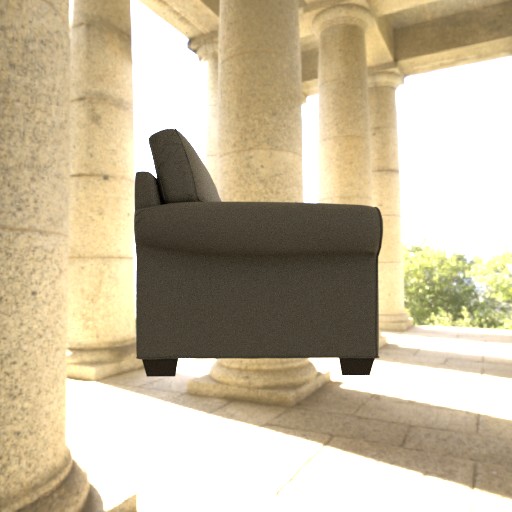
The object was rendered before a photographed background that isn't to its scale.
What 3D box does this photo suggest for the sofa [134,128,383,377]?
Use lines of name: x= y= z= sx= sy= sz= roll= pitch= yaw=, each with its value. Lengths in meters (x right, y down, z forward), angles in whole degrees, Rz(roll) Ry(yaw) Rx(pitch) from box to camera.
sofa: x=0.000 y=0.000 z=2.507 sx=0.940 sy=0.952 sz=1.930 roll=0 pitch=-2 yaw=-1
